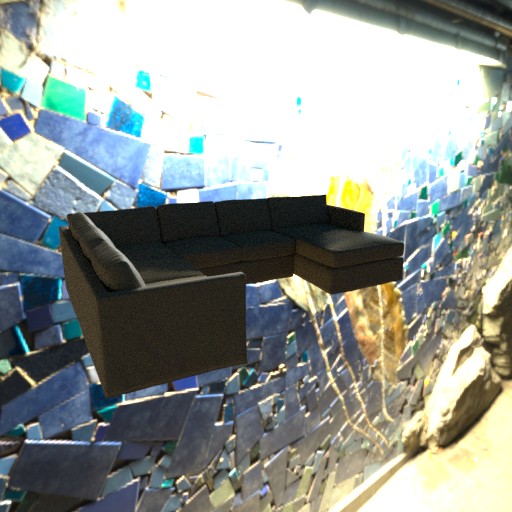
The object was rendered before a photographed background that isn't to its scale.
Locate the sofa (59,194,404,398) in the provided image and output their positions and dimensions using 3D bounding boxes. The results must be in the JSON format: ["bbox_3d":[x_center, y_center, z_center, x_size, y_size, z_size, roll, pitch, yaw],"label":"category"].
[{"bbox_3d":[0.000,0.000,4.509,3.460,0.882,2.427,-8,17,-27],"label":"sofa"}]
